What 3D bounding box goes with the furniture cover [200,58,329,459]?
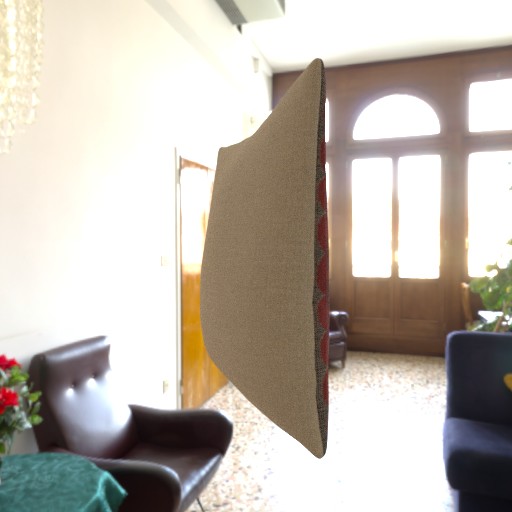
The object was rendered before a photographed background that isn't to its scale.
[{"bbox_3d":[0.000,0.000,0.657,0.145,0.420,0.435,0,1,-18],"label":"furniture cover"}]
